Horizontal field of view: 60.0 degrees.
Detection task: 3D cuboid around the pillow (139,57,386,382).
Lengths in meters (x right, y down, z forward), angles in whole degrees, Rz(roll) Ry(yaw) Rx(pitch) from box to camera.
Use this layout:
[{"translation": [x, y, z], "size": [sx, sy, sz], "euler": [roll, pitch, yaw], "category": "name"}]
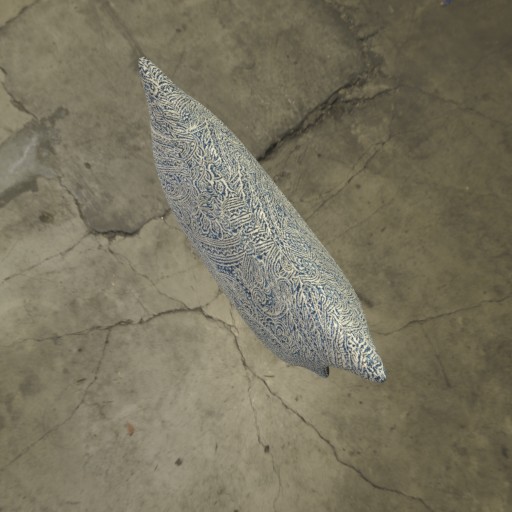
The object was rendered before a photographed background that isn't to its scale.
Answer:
[{"translation": [0.000, 0.000, 0.787], "size": [0.166, 0.510, 0.523], "euler": [-35, 78, -8], "category": "pillow"}]
